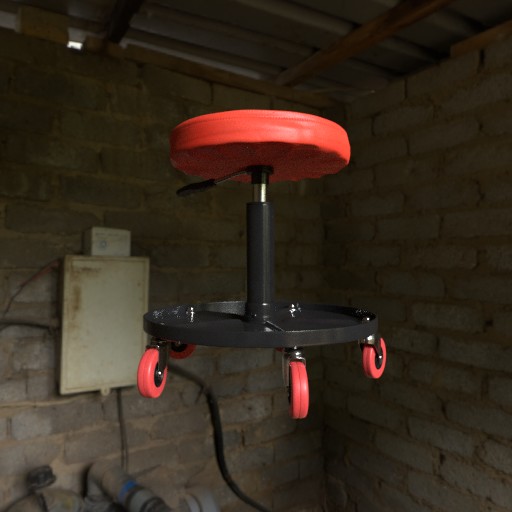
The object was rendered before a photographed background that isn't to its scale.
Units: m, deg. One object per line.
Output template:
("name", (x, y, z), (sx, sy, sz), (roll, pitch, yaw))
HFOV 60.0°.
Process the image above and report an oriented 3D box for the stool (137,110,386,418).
("stool", (0.000, 0.000, 0.685), (0.382, 0.365, 0.381), (0, 0, 18))
